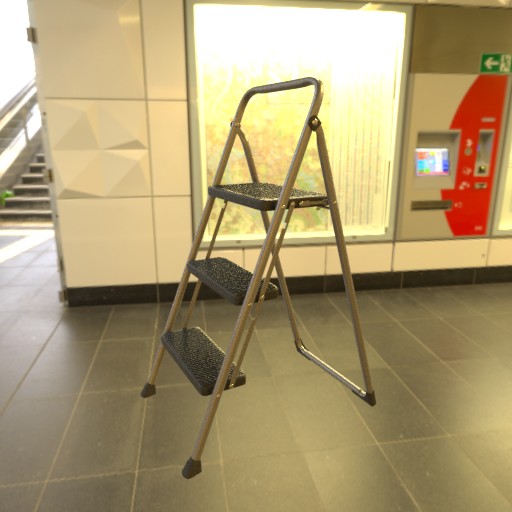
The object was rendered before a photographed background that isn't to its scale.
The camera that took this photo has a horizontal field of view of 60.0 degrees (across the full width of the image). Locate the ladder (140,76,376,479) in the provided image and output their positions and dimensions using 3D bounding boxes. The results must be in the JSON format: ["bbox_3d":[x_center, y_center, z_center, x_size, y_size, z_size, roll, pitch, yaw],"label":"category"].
[{"bbox_3d":[0.000,0.000,1.277,0.629,0.945,0.430,-8,18,-28],"label":"ladder"}]
